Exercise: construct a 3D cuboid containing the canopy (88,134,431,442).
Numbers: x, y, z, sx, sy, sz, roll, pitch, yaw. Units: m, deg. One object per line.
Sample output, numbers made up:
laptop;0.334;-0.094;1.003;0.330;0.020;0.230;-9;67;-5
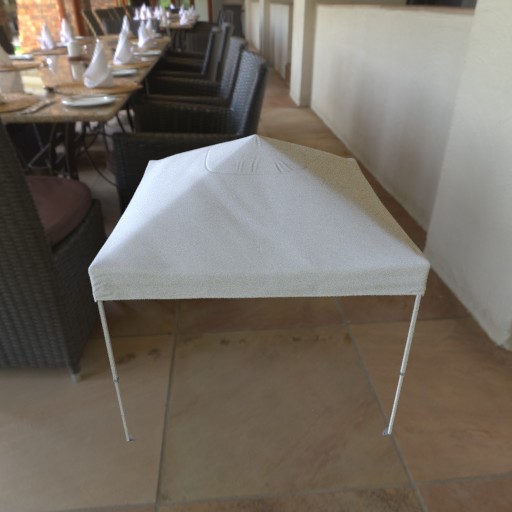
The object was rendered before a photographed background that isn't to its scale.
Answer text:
canopy;0.000;0.000;5.489;2.996;2.997;2.998;-1;30;-2
